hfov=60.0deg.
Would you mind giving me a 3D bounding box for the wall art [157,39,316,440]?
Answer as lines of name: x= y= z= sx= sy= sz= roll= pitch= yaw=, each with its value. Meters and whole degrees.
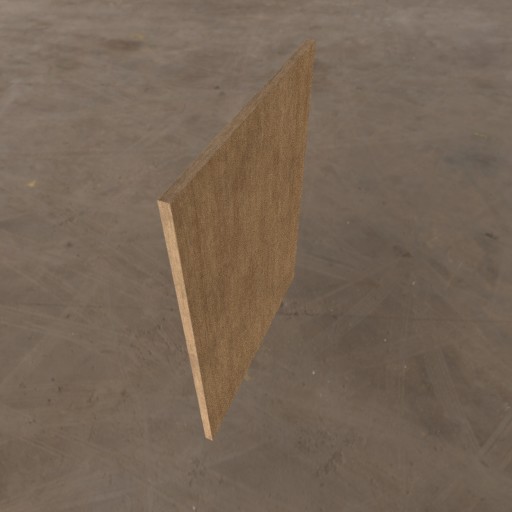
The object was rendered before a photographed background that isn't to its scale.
wall art: x=0.000 y=0.000 z=0.926 sx=0.018 sy=0.686 sz=0.534 roll=17 pitch=48 yaw=16
